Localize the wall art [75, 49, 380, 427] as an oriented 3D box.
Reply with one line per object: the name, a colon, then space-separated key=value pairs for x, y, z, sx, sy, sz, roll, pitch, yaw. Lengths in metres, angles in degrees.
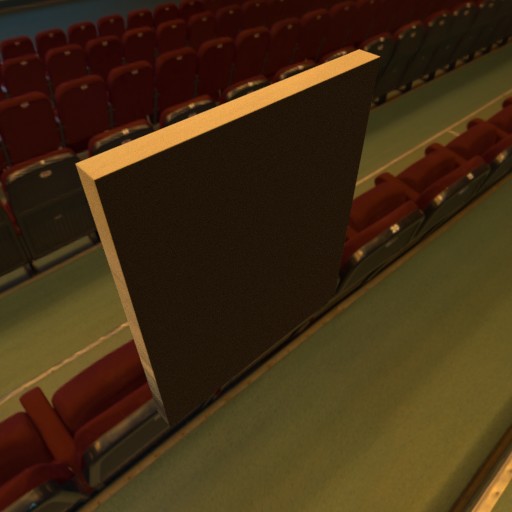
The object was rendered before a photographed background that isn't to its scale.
wall art: x=0.000 y=0.000 z=0.697 sx=0.435 sy=0.511 sz=0.037 roll=-33 pitch=53 yaw=-29
